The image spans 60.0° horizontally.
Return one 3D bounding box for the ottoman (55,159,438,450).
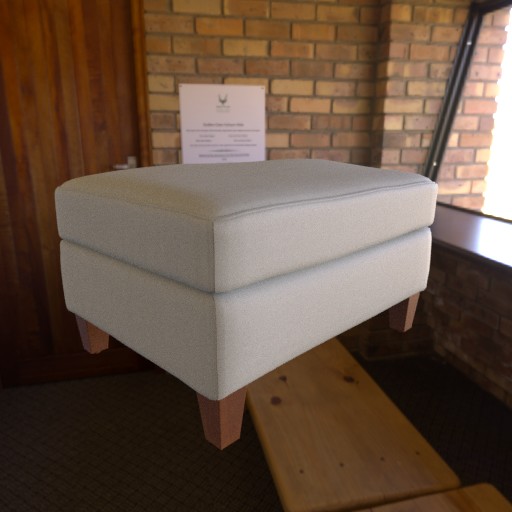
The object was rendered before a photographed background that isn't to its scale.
[{"bbox_3d":[0.000,0.000,1.186,0.634,0.496,0.818,15,21,43],"label":"ottoman"}]
